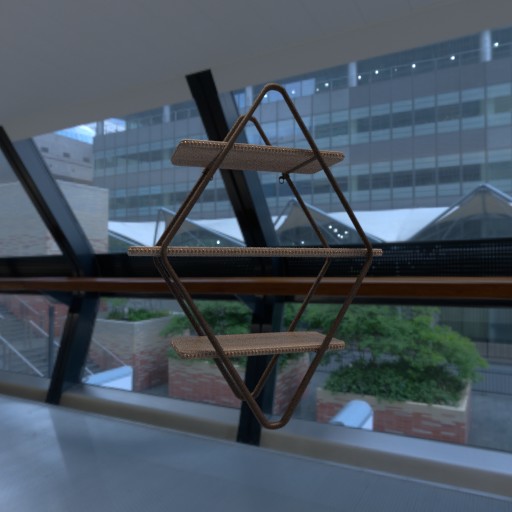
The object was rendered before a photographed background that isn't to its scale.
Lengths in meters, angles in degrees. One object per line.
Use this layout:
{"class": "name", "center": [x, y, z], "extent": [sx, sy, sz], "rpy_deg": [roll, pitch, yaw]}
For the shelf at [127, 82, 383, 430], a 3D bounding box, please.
{"class": "shelf", "center": [0.000, 0.000, 1.092], "extent": [0.609, 0.774, 0.234], "rpy_deg": [0, -1, -17]}
